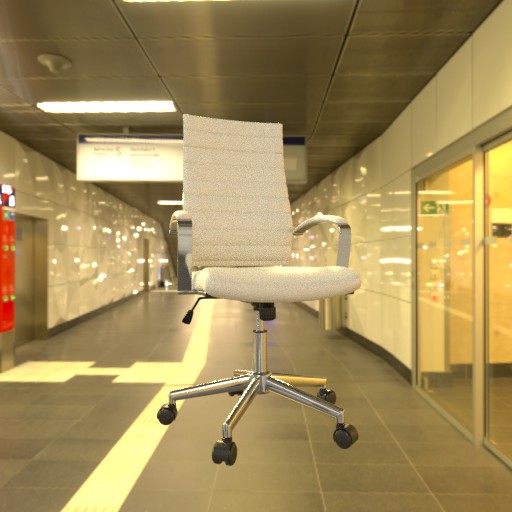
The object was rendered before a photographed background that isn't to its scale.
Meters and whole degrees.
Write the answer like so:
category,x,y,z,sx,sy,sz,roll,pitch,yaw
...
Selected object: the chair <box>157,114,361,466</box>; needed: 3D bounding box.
category,x,y,z,sx,sy,sz,roll,pitch,yaw
chair,0.000,0.000,1.569,0.679,1.149,0.679,0,0,-18
